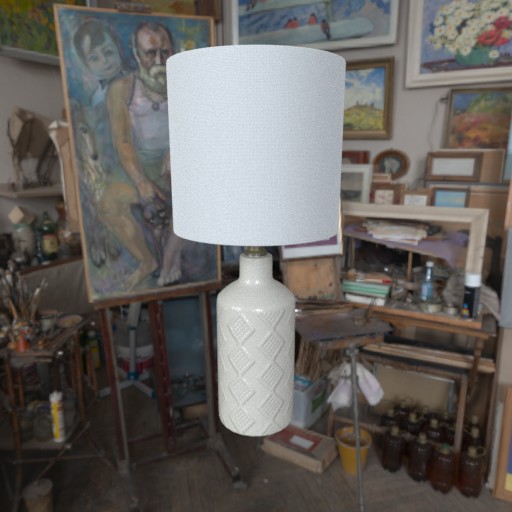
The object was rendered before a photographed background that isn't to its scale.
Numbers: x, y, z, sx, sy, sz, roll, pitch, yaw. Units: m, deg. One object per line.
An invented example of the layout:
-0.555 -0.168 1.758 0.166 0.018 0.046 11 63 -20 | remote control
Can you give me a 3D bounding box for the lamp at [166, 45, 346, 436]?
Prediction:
0.000 0.000 0.573 0.207 0.461 0.207 -2 14 -9 | lamp
